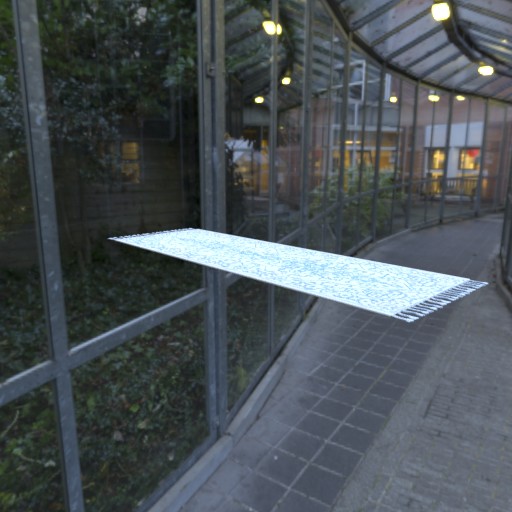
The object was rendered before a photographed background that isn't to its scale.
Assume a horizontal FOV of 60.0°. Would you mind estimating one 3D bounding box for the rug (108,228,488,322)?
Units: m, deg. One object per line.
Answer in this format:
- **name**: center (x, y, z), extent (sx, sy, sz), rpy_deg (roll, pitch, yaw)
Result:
- **rug**: center (0.000, 0.000, 2.736), extent (0.774, 0.011, 2.449), rpy_deg (-11, 17, -42)
